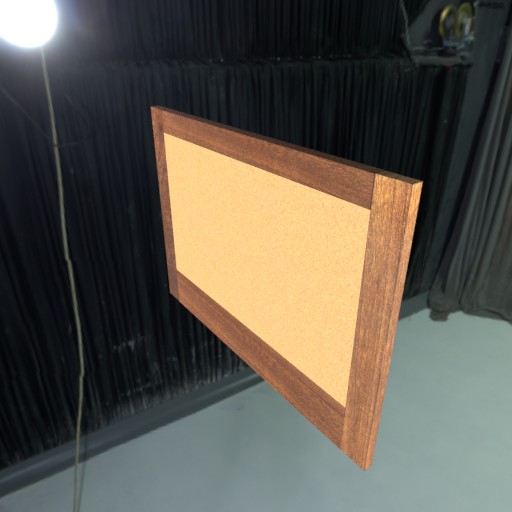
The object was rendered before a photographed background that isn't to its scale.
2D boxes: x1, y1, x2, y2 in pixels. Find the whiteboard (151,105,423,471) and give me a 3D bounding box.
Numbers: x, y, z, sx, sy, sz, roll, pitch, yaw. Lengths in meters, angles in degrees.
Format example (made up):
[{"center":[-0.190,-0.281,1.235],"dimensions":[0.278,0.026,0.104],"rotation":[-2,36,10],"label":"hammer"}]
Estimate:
[{"center":[0.000,0.000,1.001],"dimensions":[0.083,0.559,0.783],"rotation":[-19,33,-32],"label":"whiteboard"}]
